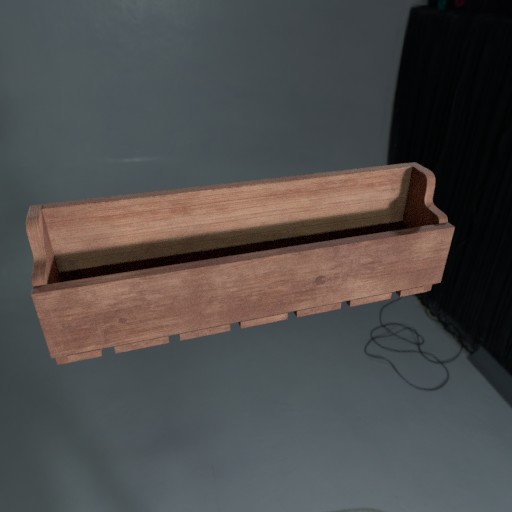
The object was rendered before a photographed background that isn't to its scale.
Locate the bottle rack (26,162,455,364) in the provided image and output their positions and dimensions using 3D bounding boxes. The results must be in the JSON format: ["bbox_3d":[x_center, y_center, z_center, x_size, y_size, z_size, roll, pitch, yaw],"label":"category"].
[{"bbox_3d":[0.000,0.000,0.682,0.608,0.196,0.126,-9,32,-15],"label":"bottle rack"}]
